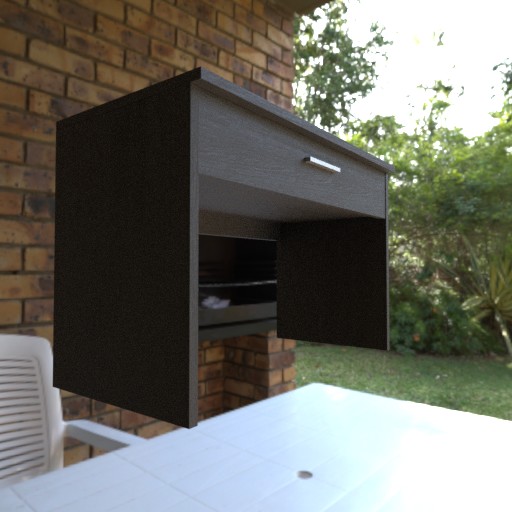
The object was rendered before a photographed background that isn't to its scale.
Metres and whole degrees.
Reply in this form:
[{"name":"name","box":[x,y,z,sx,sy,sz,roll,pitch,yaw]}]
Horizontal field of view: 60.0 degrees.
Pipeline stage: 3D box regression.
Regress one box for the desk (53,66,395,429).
[{"name":"desk","box":[0.000,0.000,1.487,0.557,0.729,1.099,-1,-2,37]}]
